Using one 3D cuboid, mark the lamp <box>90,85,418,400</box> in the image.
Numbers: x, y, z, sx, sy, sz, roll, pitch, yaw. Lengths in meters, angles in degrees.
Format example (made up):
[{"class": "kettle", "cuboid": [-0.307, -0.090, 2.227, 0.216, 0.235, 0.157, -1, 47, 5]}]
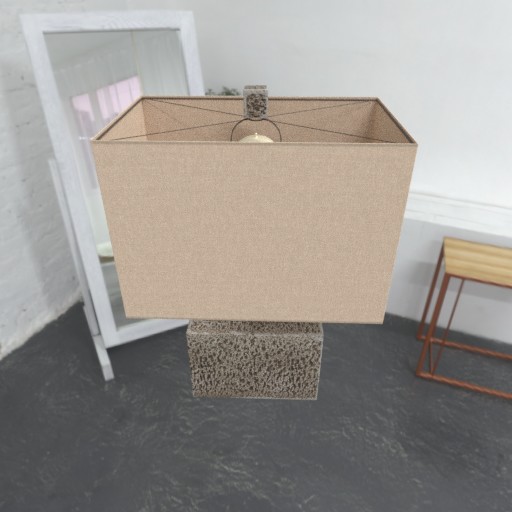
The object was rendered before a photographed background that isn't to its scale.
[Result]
[{"class": "lamp", "cuboid": [0.000, 0.000, 0.567, 0.294, 0.411, 0.180, 1, 32, 2]}]
